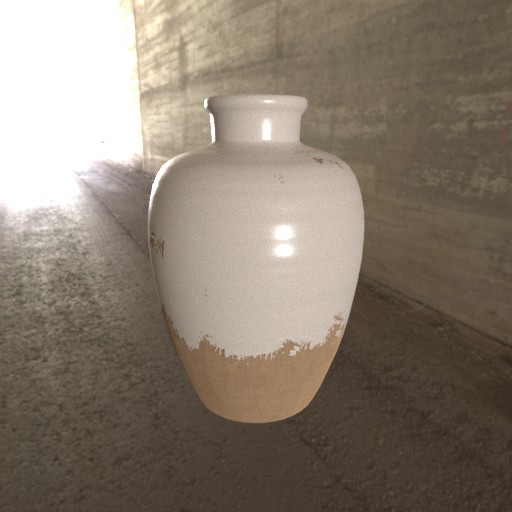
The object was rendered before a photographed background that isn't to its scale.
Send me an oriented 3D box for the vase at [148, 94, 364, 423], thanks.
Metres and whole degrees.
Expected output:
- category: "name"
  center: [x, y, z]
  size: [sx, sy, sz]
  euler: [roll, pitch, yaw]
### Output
- category: "vase"
  center: [0.000, 0.000, 0.338]
  size: [0.158, 0.228, 0.158]
  euler: [0, 16, 0]
